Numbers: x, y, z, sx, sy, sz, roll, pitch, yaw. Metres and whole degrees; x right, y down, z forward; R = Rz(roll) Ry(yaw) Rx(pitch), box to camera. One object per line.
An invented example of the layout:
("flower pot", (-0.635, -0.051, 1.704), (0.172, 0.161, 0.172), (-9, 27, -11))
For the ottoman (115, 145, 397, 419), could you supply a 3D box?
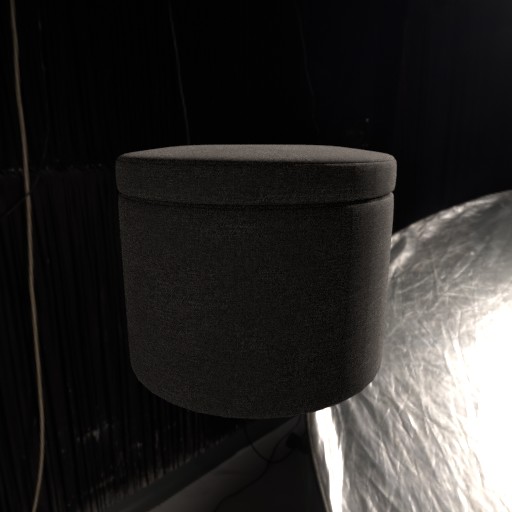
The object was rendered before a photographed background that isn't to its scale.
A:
("ottoman", (0.000, 0.000, 0.864), (0.500, 0.419, 0.500), (0, 14, 0))
